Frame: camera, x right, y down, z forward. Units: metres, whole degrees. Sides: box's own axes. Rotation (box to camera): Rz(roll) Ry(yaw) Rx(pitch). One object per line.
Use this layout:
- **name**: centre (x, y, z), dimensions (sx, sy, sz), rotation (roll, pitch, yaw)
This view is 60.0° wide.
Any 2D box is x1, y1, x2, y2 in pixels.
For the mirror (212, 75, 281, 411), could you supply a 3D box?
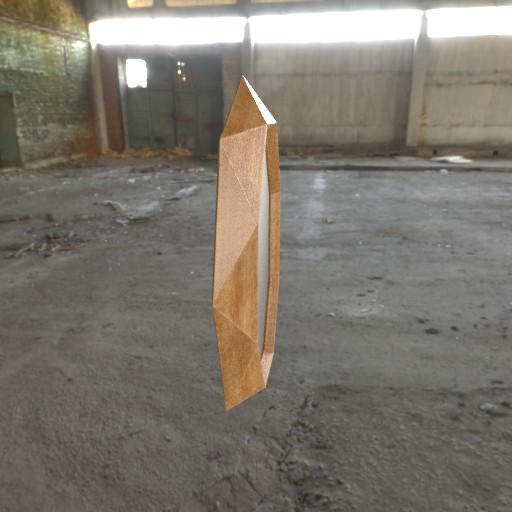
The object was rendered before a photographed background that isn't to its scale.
- **mirror**: centre (0.000, 0.000, 1.019), dimensions (0.070, 0.774, 0.577), rotation (3, 17, 9)
